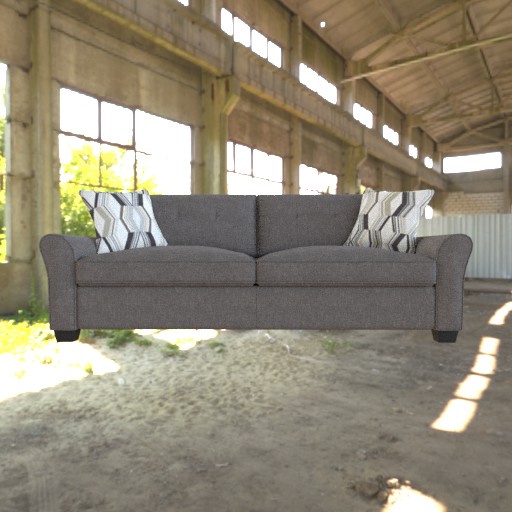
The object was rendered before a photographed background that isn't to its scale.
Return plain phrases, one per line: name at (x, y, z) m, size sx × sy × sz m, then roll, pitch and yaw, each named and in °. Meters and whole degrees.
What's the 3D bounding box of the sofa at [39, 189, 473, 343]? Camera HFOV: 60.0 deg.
sofa at (0.000, 0.000, 2.490) m, size 2.032 × 0.813 × 0.889 m, roll 0°, pitch 1°, yaw 0°
